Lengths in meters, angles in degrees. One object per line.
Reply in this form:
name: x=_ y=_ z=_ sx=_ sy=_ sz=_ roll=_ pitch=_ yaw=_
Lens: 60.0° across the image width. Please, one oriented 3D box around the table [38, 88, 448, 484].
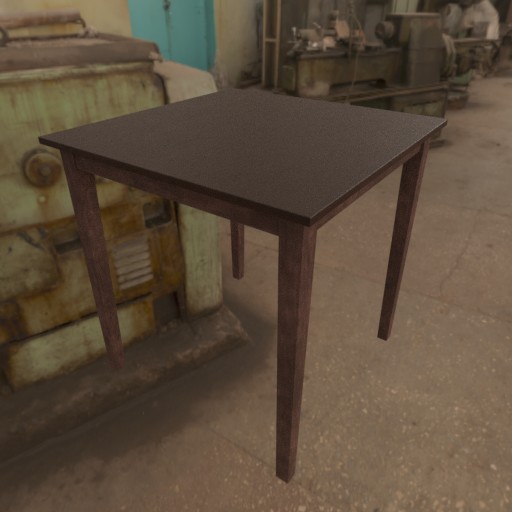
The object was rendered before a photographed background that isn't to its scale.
table: x=0.000 y=0.000 z=1.333 sx=0.749 sy=0.770 sz=0.749 roll=20 pitch=37 yaw=30
